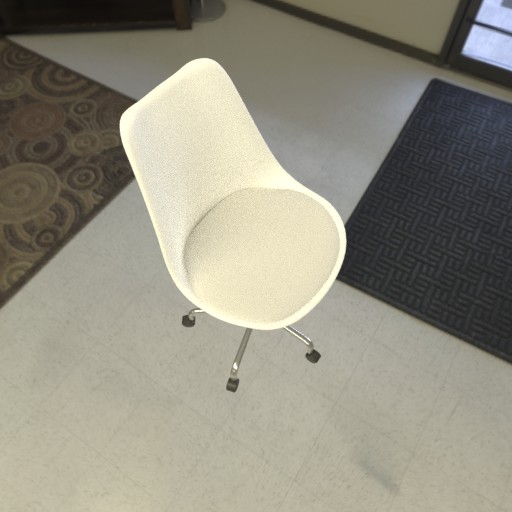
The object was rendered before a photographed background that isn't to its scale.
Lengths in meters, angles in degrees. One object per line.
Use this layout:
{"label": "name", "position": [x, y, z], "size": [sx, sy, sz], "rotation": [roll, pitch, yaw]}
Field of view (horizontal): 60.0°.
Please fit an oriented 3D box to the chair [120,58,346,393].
{"label": "chair", "position": [0.000, 0.000, 1.285], "size": [0.550, 0.930, 0.550], "rotation": [32, 63, 18]}
